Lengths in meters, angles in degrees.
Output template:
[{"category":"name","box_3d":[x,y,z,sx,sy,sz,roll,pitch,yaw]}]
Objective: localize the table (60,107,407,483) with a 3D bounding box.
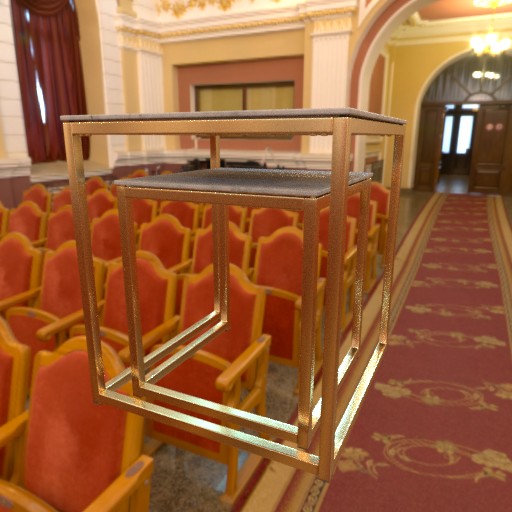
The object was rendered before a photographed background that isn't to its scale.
[{"category":"table","box_3d":[0.000,0.000,0.843,0.450,0.500,0.450,7,17,25]}]
